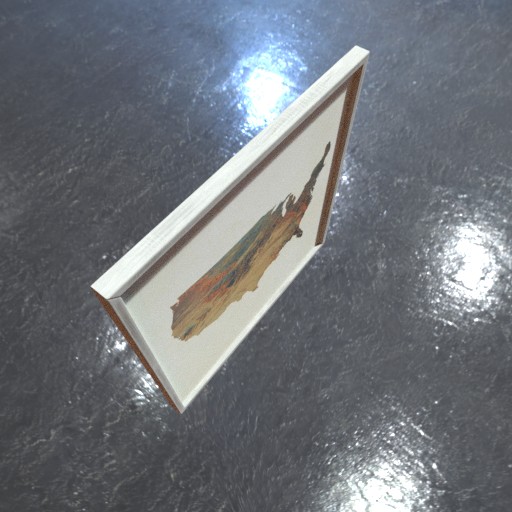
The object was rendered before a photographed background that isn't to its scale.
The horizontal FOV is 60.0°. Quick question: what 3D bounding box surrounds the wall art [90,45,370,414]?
[{"bbox_3d":[0.000,0.000,0.452,0.015,0.303,0.303,34,64,19],"label":"wall art"}]
